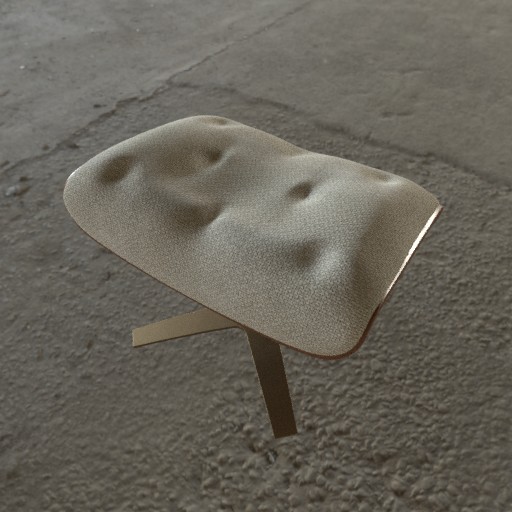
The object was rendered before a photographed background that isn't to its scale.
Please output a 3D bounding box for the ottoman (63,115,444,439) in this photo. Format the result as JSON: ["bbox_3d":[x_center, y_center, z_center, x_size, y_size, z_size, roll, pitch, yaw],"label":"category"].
[{"bbox_3d":[0.000,0.000,0.814,0.520,0.391,0.394,25,50,23],"label":"ottoman"}]
